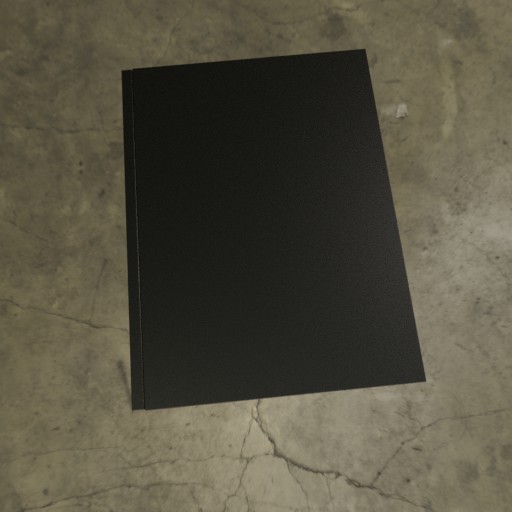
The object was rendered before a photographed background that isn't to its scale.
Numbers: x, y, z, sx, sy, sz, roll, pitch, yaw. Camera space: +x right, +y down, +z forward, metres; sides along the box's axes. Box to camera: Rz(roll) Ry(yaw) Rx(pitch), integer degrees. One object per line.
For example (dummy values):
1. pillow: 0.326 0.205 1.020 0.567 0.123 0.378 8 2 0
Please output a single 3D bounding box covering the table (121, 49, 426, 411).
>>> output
1. table: 0.000 0.000 0.987 0.441 0.584 0.564 -5 76 -1
